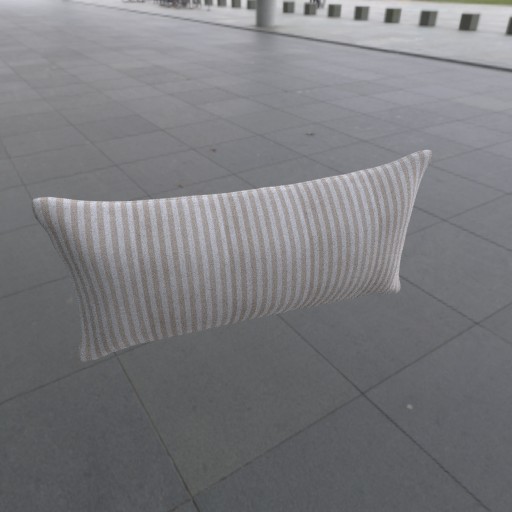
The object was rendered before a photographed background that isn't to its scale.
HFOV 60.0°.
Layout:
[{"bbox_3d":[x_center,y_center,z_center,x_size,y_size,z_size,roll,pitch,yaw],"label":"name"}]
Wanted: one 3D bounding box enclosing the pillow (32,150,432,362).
[{"bbox_3d":[0.000,0.000,0.733,0.617,0.295,0.151,-10,33,-15],"label":"pillow"}]
